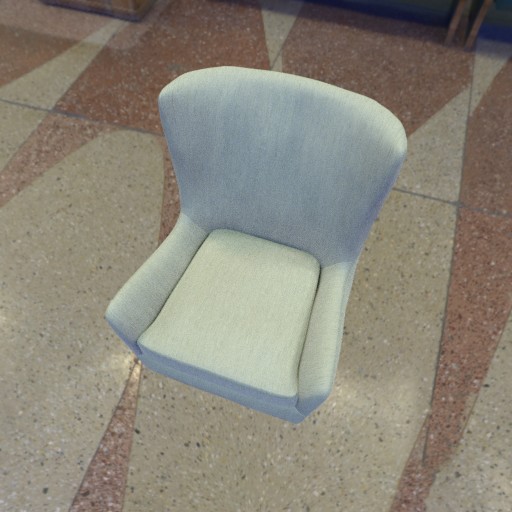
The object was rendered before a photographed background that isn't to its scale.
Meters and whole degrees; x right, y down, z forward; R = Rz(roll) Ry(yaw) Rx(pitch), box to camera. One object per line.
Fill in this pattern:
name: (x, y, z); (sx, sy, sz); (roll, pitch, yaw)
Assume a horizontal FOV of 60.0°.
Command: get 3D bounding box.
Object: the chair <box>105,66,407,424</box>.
chair: (0.000, 0.000, 1.650); (0.779, 1.000, 0.904); (17, 60, 10)
